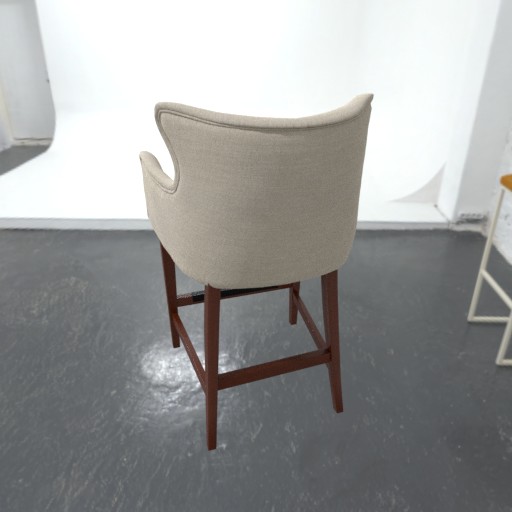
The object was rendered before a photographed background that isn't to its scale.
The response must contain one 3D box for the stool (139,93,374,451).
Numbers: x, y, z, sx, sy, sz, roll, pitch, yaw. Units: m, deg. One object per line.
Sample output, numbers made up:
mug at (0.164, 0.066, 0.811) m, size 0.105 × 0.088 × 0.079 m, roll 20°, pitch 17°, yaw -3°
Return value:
stool at (0.000, 0.000, 1.414) m, size 0.615 × 0.987 × 0.637 m, roll -8°, pitch 28°, yaw -16°
